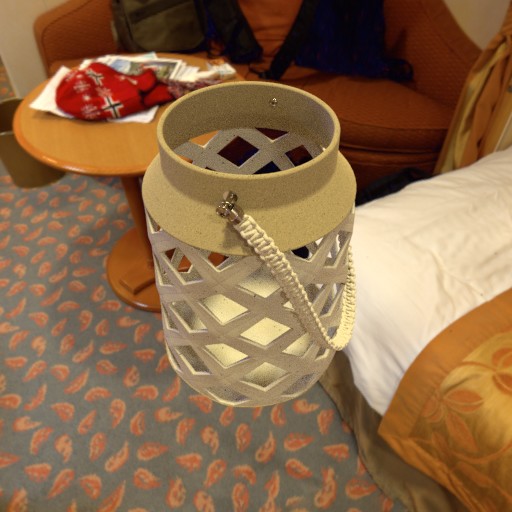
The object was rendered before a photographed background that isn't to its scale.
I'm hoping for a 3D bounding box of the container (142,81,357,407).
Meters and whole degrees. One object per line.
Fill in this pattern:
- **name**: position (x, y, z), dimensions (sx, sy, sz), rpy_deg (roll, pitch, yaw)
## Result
- **container**: position (0.000, 0.000, 0.399), dimensions (0.198, 0.264, 0.188), rpy_deg (10, 48, 10)
